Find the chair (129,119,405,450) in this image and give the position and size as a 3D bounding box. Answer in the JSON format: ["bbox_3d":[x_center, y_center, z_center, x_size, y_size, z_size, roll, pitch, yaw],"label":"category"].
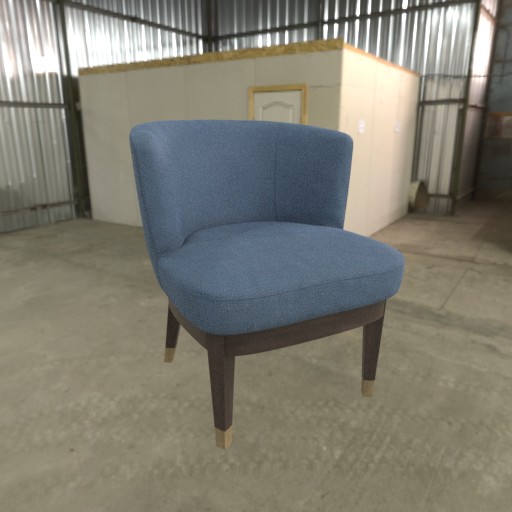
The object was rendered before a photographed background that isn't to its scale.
[{"bbox_3d":[0.000,0.000,1.288,0.661,0.760,0.702,-9,19,-27],"label":"chair"}]
